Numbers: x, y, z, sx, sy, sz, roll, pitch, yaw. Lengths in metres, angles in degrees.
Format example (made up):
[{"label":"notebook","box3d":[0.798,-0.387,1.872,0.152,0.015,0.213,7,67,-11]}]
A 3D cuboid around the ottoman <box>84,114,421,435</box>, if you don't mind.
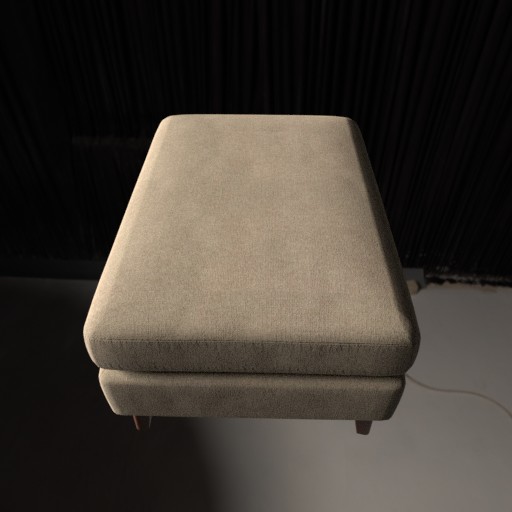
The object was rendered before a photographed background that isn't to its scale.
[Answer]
[{"label":"ottoman","box3d":[0.000,0.000,1.179,0.610,0.478,0.823,1,44,1]}]
